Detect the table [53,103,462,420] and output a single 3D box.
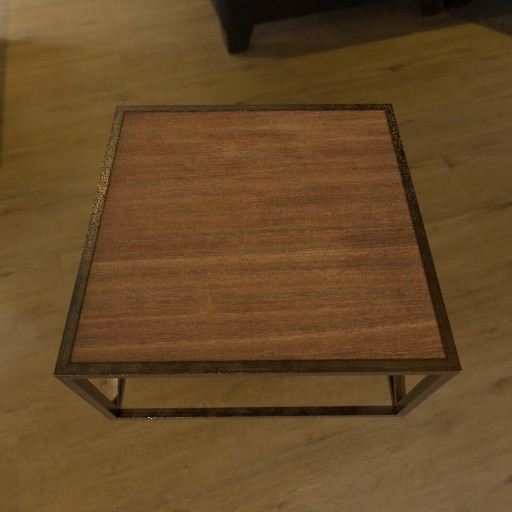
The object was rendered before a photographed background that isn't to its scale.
[{"bbox_3d":[0.000,0.000,1.414,0.909,0.451,0.899,-1,58,0],"label":"table"}]
